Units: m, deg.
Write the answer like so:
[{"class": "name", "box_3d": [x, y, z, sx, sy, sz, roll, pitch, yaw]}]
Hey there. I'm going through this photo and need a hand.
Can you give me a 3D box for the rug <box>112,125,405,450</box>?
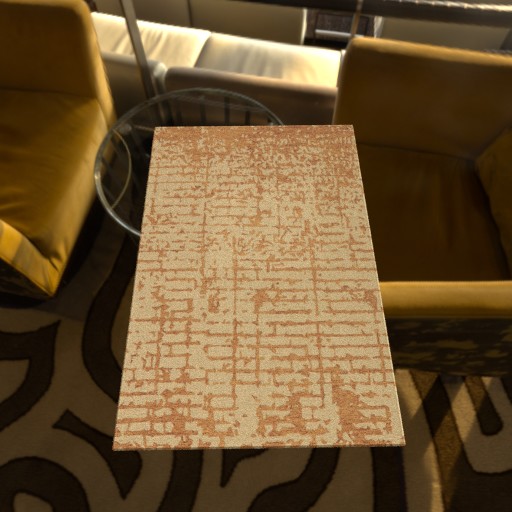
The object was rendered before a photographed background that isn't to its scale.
[{"class": "rug", "box_3d": [0.000, 0.000, 2.286, 1.219, 0.011, 1.829, -1, 61, 0]}]
